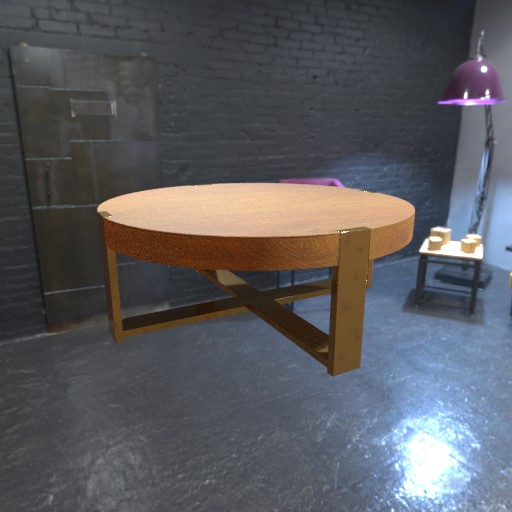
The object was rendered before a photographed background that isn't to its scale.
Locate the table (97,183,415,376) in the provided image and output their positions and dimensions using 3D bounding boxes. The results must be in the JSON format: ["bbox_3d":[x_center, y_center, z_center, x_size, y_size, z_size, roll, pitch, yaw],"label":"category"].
[{"bbox_3d":[0.000,0.000,1.686,1.100,0.420,1.100,0,16,0],"label":"table"}]
